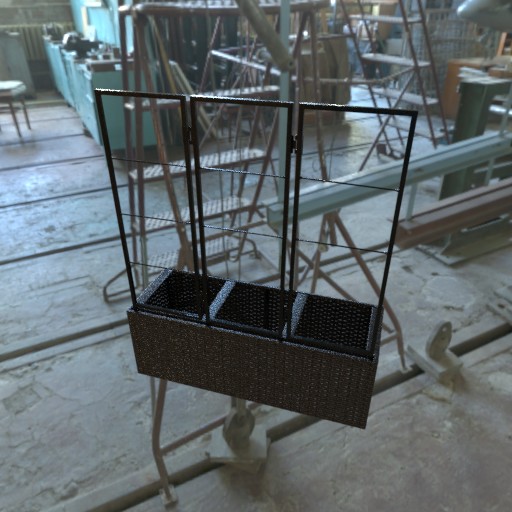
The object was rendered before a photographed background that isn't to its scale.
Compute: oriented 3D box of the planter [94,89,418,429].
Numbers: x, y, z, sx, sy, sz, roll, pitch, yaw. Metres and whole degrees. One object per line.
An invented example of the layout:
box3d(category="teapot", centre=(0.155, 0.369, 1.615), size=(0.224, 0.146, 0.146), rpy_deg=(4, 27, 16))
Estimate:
box3d(category="planter", centre=(0.000, 0.000, 1.175), size=(0.699, 0.841, 0.244), rpy_deg=(9, 32, 15))
